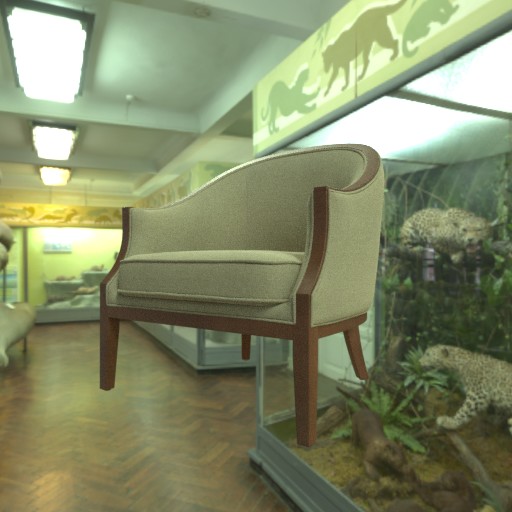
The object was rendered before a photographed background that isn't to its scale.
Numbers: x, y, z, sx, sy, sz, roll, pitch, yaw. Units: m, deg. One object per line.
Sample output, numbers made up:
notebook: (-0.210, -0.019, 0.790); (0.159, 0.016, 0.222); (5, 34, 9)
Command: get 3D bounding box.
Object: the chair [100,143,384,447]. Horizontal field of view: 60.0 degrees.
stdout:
chair: (0.000, 0.000, 1.493); (0.803, 0.876, 0.735); (0, 0, 36)
